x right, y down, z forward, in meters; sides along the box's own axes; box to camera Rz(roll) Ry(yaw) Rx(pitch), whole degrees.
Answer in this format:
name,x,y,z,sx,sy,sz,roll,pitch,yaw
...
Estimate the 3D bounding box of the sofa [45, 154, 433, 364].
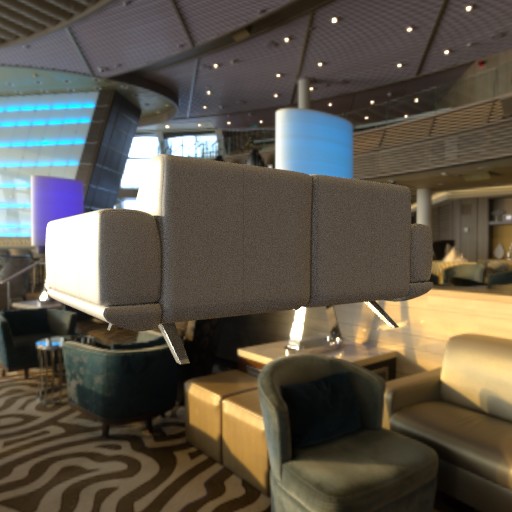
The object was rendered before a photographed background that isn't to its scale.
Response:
name,x,y,z,sx,sy,sz,roll,pitch,yaw
sofa,0.000,0.000,2.343,1.901,0.772,0.900,-1,1,-36
